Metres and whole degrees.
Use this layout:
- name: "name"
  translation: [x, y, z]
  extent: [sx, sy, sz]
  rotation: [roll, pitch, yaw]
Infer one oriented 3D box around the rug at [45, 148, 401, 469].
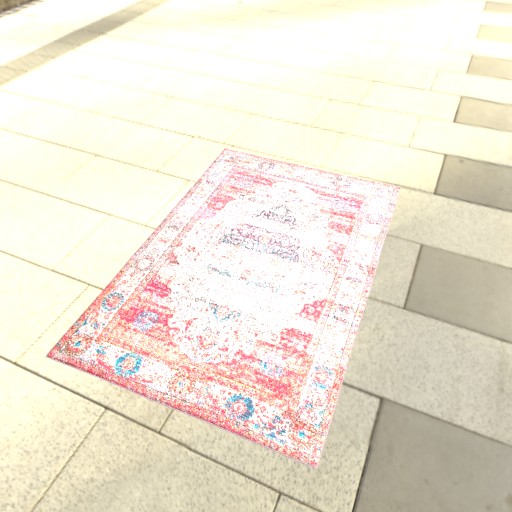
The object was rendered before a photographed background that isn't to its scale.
- name: "rug"
  translation: [0.000, 0.000, 2.344]
  extent: [1.219, 0.006, 1.829]
  rotation: [16, 47, 16]
